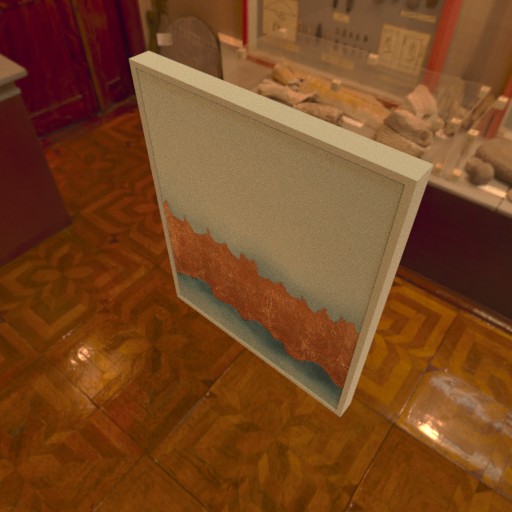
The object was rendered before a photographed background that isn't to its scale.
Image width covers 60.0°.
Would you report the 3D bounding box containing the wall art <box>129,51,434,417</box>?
[{"bbox_3d":[0.000,0.000,0.752,0.451,0.553,0.039,31,54,26],"label":"wall art"}]
